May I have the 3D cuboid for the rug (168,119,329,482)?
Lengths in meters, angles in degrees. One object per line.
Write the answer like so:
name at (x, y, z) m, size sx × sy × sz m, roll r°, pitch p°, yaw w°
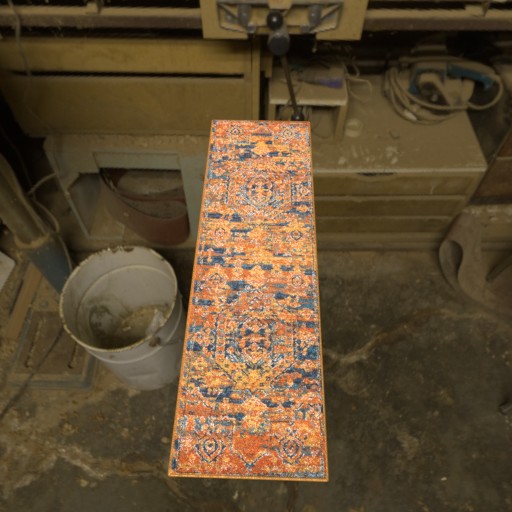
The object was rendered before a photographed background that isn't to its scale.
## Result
rug at (0.000, 0.000, 2.013) m, size 0.556 × 0.013 × 1.820 m, roll 1°, pitch 57°, yaw 1°
